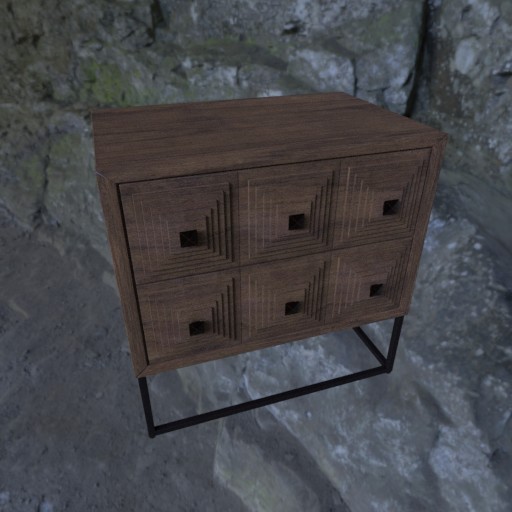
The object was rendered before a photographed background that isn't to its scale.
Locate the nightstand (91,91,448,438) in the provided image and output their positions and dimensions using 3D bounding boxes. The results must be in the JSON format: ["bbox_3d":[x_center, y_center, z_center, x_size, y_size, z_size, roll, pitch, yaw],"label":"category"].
[{"bbox_3d":[0.000,0.000,1.024,0.610,0.610,0.437,-10,33,-16],"label":"nightstand"}]
